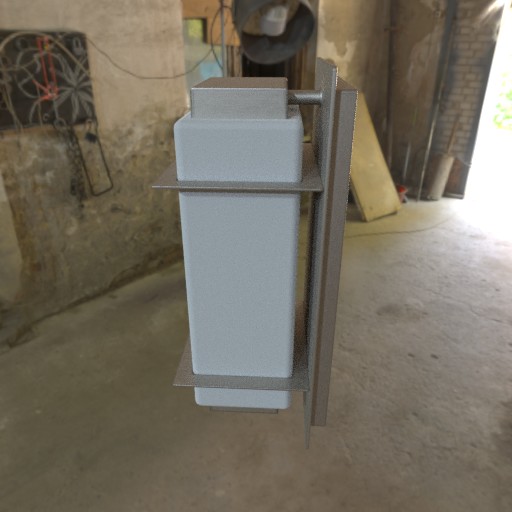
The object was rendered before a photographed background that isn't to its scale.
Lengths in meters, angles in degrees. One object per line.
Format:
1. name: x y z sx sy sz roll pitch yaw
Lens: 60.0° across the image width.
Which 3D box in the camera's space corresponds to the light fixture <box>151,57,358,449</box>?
1. light fixture: 0.000 0.000 0.471 0.160 0.380 0.168 1 26 3
